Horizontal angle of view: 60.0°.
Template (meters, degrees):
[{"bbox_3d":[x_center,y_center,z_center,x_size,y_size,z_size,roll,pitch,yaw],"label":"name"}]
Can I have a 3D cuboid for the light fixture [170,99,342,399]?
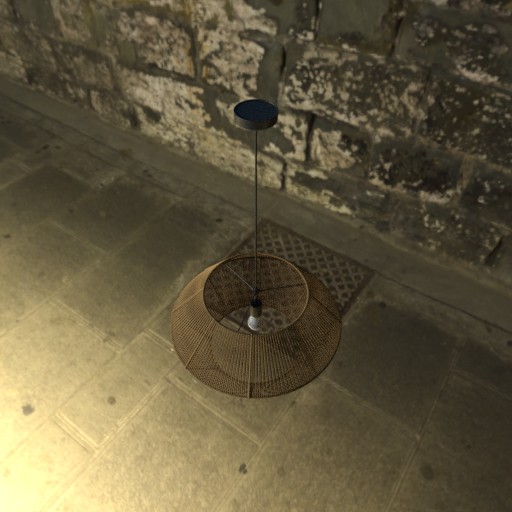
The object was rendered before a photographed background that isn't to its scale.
[{"bbox_3d":[0.000,0.000,1.420,0.643,1.009,0.643,0,46,0],"label":"light fixture"}]
